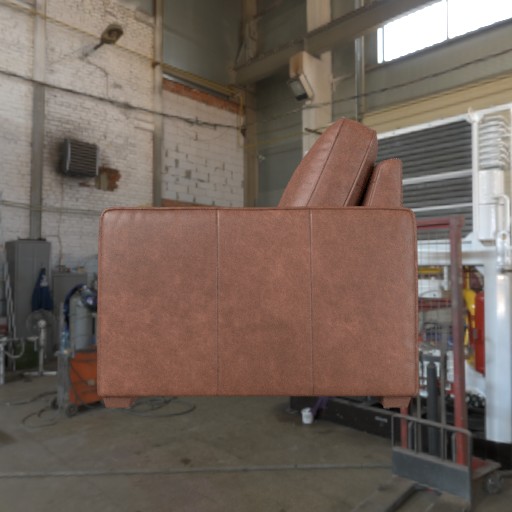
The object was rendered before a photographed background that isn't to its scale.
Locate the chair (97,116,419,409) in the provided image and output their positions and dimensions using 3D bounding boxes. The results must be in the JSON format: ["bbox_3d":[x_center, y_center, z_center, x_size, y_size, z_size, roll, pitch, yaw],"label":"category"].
[{"bbox_3d":[0.000,0.000,1.765,0.940,0.919,1.017,0,-2,0],"label":"chair"}]
